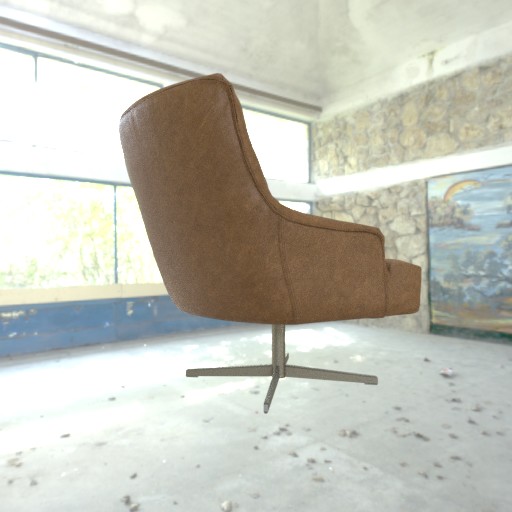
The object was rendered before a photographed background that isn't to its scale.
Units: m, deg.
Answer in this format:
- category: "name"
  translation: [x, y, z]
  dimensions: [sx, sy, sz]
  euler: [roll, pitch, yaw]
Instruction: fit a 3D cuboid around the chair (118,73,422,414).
- category: "chair"
  translation: [0.000, 0.000, 1.491]
  dimensions: [0.874, 0.869, 0.729]
  euler: [0, 0, -36]
